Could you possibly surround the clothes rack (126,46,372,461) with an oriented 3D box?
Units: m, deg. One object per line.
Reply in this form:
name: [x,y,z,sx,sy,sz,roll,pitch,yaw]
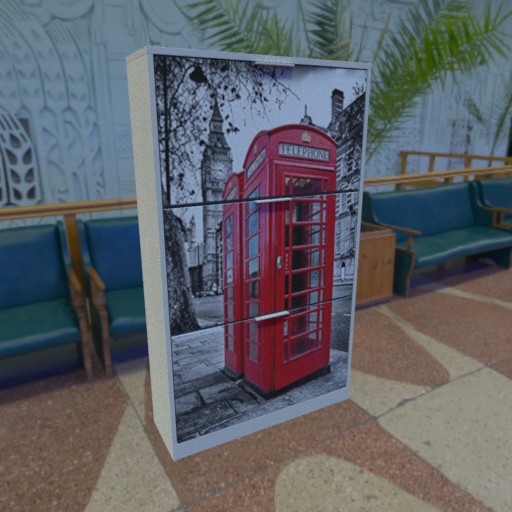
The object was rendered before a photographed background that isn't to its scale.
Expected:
clothes rack: [0.000,0.000,1.573,0.750,1.280,0.250,-9,19,-27]
